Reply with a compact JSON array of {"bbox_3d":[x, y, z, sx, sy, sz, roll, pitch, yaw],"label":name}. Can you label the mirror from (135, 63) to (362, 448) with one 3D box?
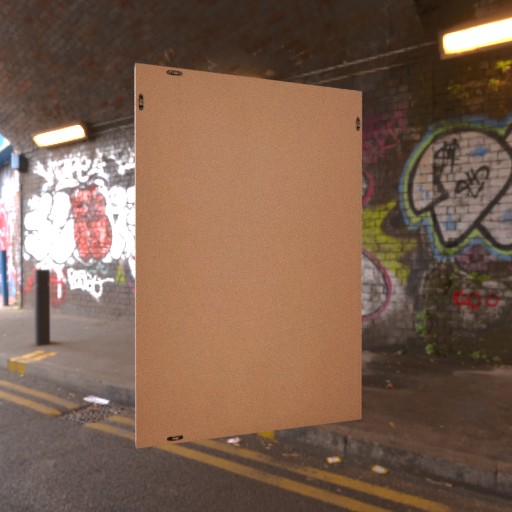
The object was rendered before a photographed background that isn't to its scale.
[{"bbox_3d":[0.000,0.000,1.159,0.609,0.915,0.041,0,0,-18],"label":"mirror"}]
